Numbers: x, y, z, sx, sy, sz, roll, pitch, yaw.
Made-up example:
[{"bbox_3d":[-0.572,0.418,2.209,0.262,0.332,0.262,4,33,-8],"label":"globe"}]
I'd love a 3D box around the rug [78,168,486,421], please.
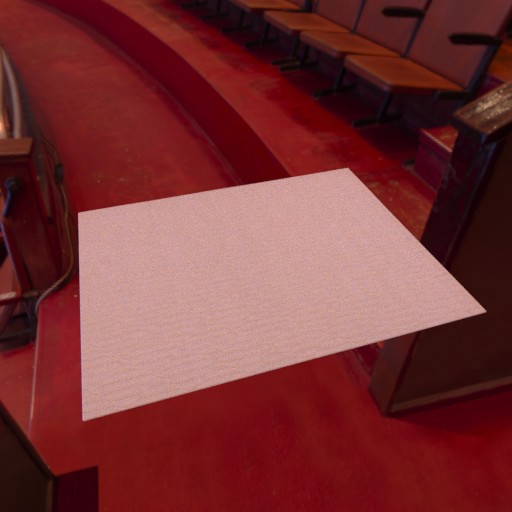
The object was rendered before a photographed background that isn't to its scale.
[{"bbox_3d":[0.000,0.000,4.019,3.055,0.021,2.410,-12,42,-13],"label":"rug"}]
